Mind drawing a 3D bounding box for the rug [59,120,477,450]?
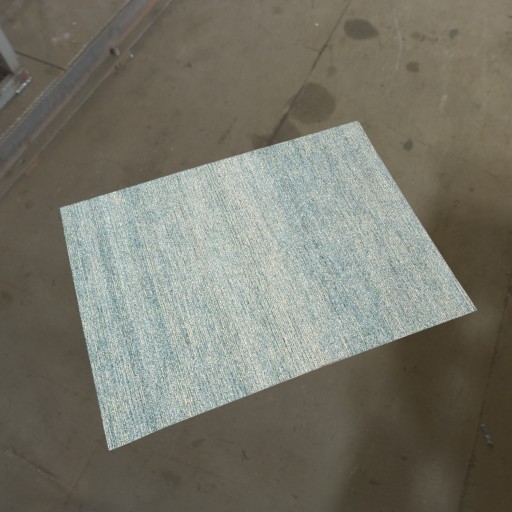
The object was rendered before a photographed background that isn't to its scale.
[{"bbox_3d":[0.000,0.000,2.840,2.260,0.026,1.611,-18,65,-9],"label":"rug"}]
